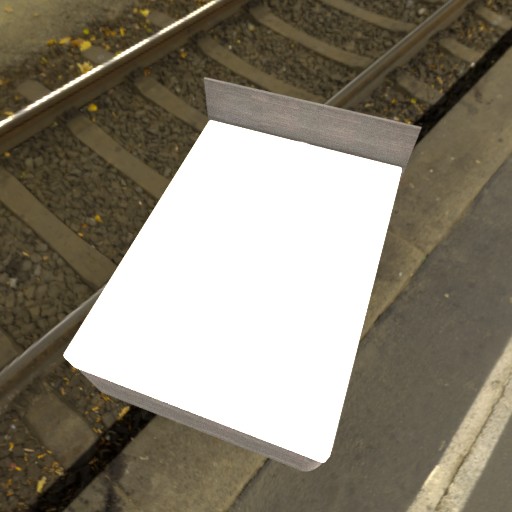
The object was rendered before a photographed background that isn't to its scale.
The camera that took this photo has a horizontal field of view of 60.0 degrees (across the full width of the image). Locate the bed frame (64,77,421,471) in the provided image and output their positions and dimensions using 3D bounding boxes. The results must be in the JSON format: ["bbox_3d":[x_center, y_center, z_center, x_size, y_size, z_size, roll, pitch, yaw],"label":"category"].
[{"bbox_3d":[0.000,0.000,2.612,1.400,0.800,1.900,17,59,11],"label":"bed frame"}]
